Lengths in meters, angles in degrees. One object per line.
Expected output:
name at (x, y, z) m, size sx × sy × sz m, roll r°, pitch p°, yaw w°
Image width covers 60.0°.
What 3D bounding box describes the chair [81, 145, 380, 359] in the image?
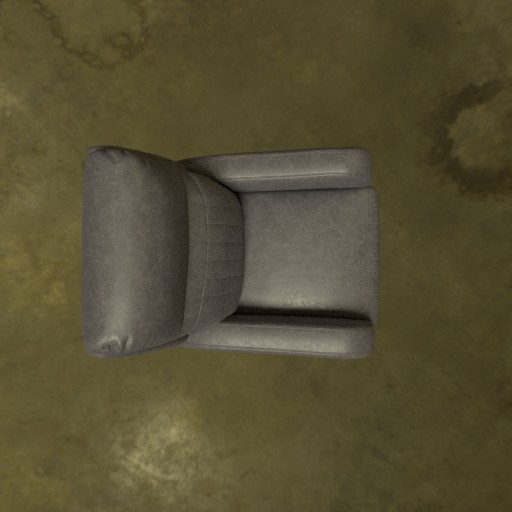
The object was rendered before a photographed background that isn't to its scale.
chair at (0.000, 0.000, 1.803) m, size 1.067 × 1.067 × 0.865 m, roll 0°, pitch 89°, yaw 1°
